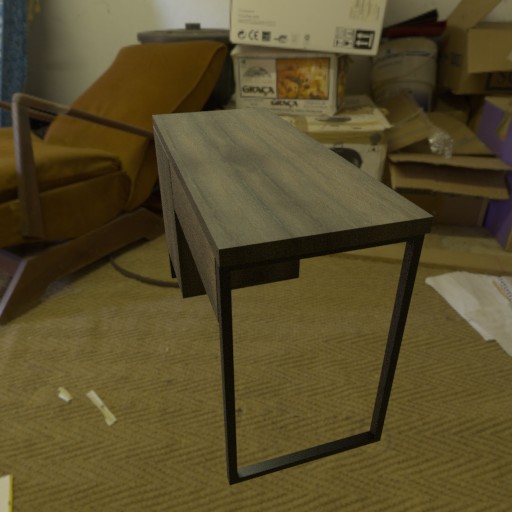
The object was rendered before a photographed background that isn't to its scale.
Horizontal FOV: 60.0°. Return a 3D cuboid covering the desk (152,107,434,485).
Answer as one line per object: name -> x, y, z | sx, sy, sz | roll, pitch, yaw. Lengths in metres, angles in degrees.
desk -> 0.000, 0.000, 1.548 | 0.511, 0.752, 1.134 | -9, 32, -15
